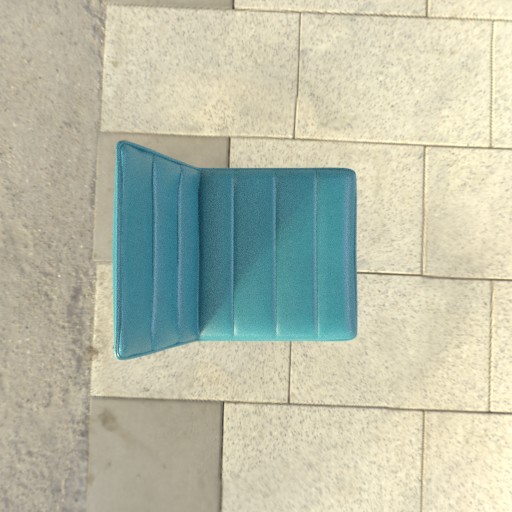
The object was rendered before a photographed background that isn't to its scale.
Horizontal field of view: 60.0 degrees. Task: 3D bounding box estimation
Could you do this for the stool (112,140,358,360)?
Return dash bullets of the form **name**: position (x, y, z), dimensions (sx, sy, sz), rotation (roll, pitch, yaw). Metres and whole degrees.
- **stool**: position (0.000, 0.000, 1.189), dimensions (0.524, 0.866, 0.489), rotation (0, 88, 0)
